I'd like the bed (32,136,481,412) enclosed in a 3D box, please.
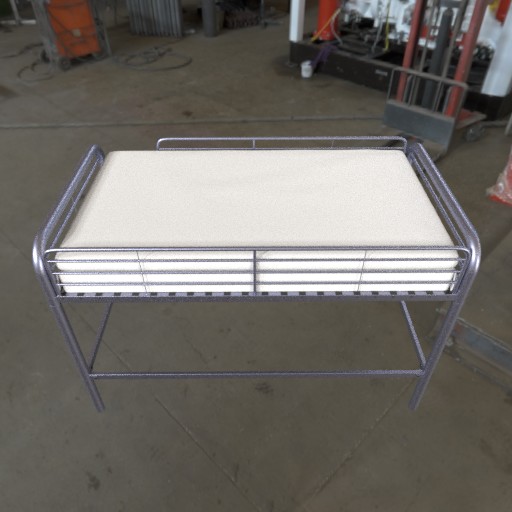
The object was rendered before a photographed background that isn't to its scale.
[{"bbox_3d":[0.000,0.000,2.814,1.965,1.288,1.415,0,41,0],"label":"bed"}]
